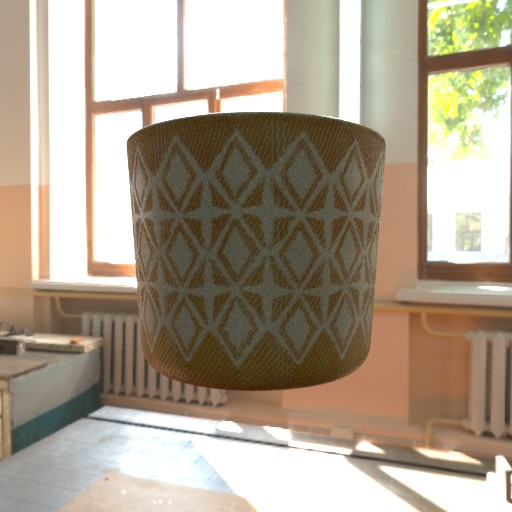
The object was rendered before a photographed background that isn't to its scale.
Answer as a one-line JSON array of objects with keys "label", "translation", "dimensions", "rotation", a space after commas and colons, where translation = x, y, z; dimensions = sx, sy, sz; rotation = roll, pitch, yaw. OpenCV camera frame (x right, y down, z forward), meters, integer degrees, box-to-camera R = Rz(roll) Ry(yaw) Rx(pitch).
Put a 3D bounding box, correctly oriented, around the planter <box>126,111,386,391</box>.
[{"label": "planter", "translation": [0.000, 0.000, 0.344], "dimensions": [0.193, 0.165, 0.193], "rotation": [0, 1, 0]}]
